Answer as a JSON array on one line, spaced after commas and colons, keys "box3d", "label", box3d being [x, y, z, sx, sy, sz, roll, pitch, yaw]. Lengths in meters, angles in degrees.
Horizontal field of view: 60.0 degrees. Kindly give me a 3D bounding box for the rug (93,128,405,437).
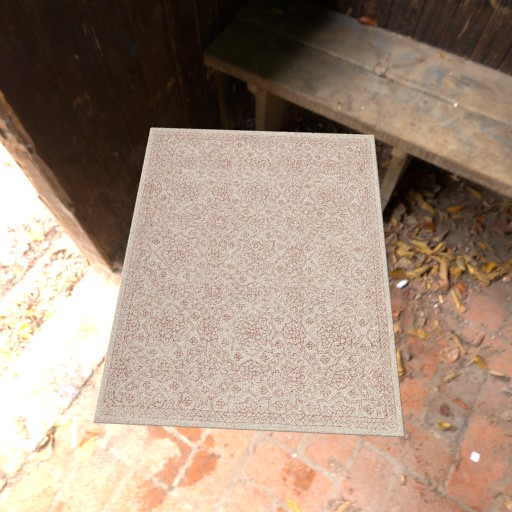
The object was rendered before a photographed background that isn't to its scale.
[{"box3d": [0.000, 0.000, 4.149, 2.441, 0.015, 3.050, 2, 63, 1], "label": "rug"}]
